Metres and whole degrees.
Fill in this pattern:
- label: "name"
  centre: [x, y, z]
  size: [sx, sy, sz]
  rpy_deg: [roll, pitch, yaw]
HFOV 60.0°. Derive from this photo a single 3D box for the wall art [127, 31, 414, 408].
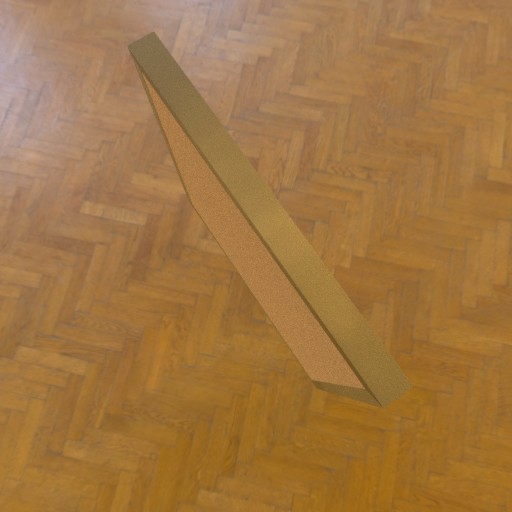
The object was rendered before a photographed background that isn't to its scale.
- label: "wall art"
  centre: [0.000, 0.000, 0.738]
  size: [0.038, 0.508, 0.507]
  rpy_deg: [-33, 78, -8]
